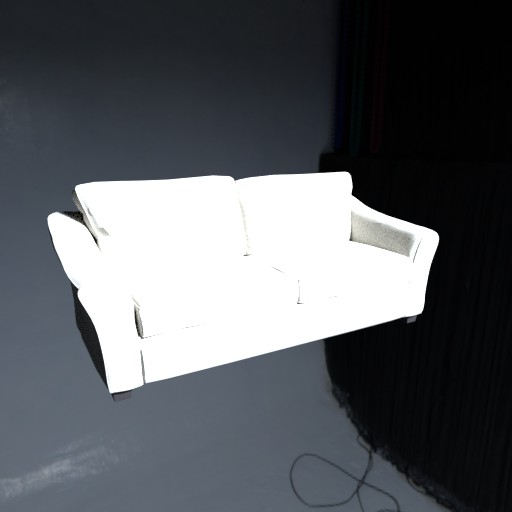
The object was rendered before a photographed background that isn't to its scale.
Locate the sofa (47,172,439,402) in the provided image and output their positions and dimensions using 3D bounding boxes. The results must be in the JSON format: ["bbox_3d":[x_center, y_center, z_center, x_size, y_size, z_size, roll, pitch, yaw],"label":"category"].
[{"bbox_3d":[0.000,0.000,2.774,2.270,0.965,0.980,-8,17,-28],"label":"sofa"}]
